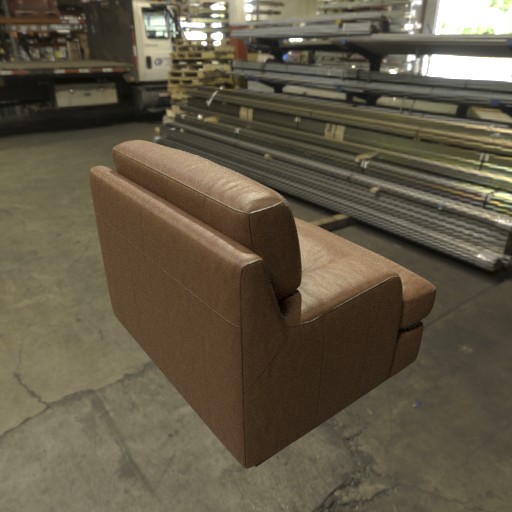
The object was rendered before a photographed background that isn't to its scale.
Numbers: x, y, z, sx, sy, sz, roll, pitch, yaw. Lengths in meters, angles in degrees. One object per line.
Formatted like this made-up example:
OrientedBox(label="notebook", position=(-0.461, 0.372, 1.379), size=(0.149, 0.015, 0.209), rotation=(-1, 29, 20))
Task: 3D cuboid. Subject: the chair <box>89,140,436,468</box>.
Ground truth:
OrientedBox(label="chair", position=(0.000, 0.000, 2.003), size=(1.050, 0.978, 1.276), rotation=(-19, 32, -33))
